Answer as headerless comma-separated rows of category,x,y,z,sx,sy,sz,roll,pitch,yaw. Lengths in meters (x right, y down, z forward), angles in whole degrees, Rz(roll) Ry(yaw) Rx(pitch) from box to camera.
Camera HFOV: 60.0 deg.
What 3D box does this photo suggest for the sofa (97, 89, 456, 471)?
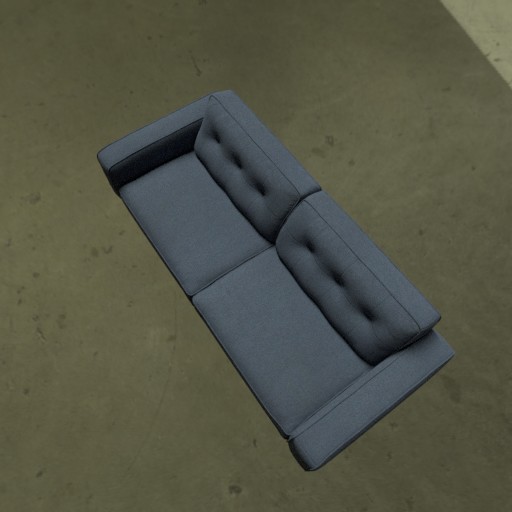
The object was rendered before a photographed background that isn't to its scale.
sofa,0.000,0.000,2.698,0.953,0.782,2.270,-32,68,-15
